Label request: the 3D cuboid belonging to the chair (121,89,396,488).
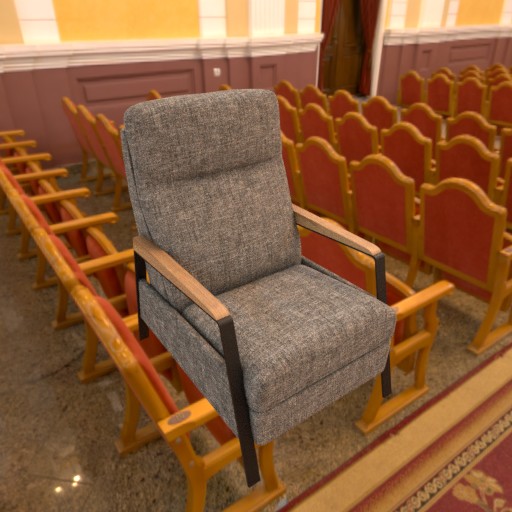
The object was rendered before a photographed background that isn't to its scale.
[{"bbox_3d":[0.000,0.000,1.600,0.671,1.042,0.868,-19,35,-30],"label":"chair"}]
